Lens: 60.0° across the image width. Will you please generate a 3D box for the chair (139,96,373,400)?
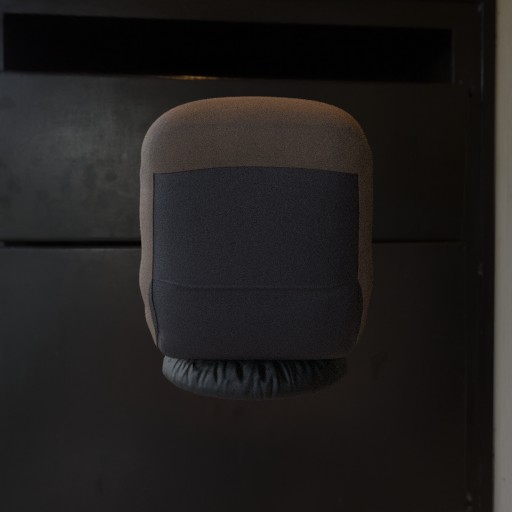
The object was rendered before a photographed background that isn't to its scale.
[{"bbox_3d":[0.000,0.000,1.060,0.521,0.594,0.597,0,1,0],"label":"chair"}]
